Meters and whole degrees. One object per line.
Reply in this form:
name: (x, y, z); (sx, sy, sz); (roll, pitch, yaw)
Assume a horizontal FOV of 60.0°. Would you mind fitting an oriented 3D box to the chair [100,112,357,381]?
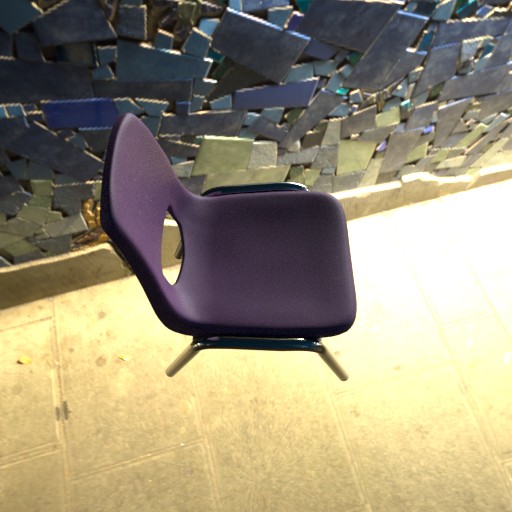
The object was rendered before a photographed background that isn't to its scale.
chair: (0.000, 0.000, 0.834); (0.419, 0.584, 0.356); (-1, 63, 0)
